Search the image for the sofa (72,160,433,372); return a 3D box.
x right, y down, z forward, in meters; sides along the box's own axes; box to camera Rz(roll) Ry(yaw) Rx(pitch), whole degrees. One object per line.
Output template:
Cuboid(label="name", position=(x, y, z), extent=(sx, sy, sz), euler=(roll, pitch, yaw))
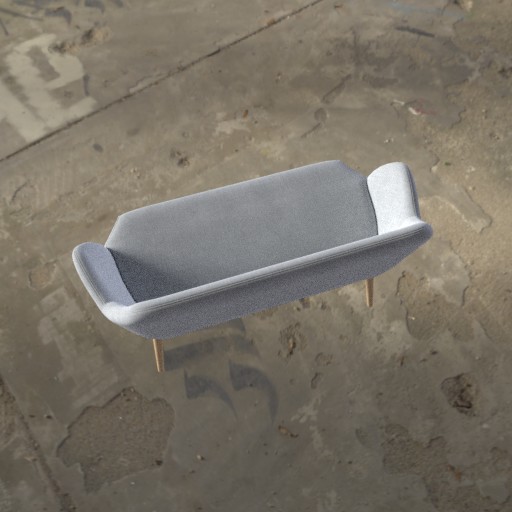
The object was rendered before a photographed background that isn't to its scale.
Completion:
Cuboid(label="sofa", position=(0.000, 0.000, 1.603), extent=(1.150, 0.840, 0.610), euler=(-16, 62, -9))
